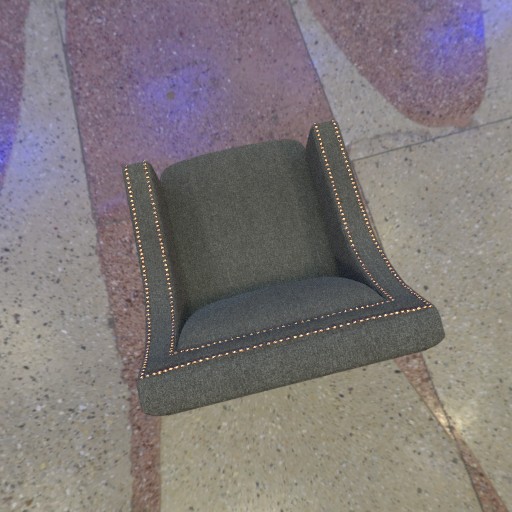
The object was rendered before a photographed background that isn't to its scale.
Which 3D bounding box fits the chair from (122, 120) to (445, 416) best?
[{"bbox_3d":[0.000,0.000,1.620,0.776,0.967,0.884,-13,76,-3],"label":"chair"}]
